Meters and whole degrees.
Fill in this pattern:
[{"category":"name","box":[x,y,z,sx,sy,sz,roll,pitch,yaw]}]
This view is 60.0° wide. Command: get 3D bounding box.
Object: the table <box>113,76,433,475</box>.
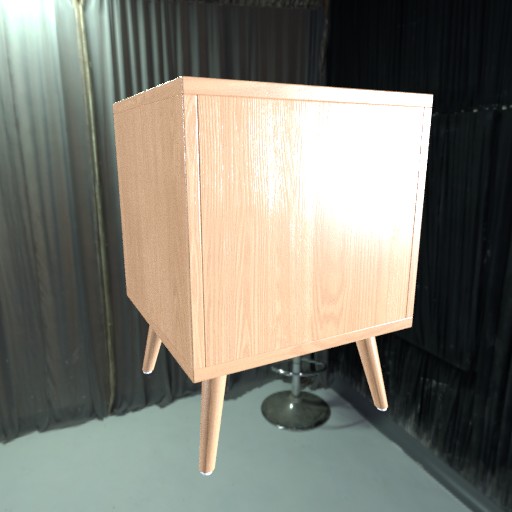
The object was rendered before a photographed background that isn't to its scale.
[{"category":"table","box":[0.000,0.000,0.823,0.400,0.550,0.400,-7,16,-27]}]
